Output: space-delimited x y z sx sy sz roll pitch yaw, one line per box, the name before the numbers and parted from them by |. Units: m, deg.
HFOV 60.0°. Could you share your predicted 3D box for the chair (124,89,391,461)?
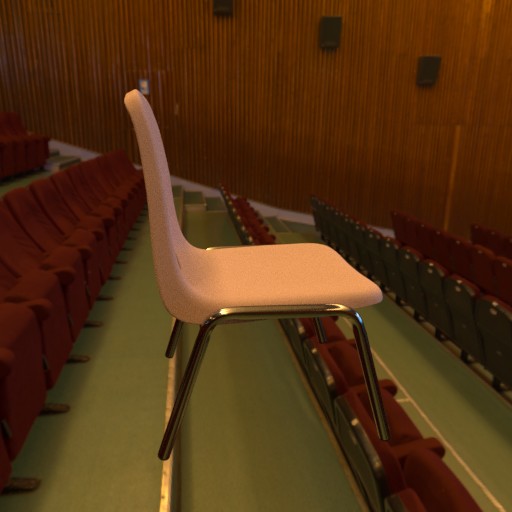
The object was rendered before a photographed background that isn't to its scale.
chair | 0.000 0.000 0.771 0.385 0.537 0.354 -3 17 -9
